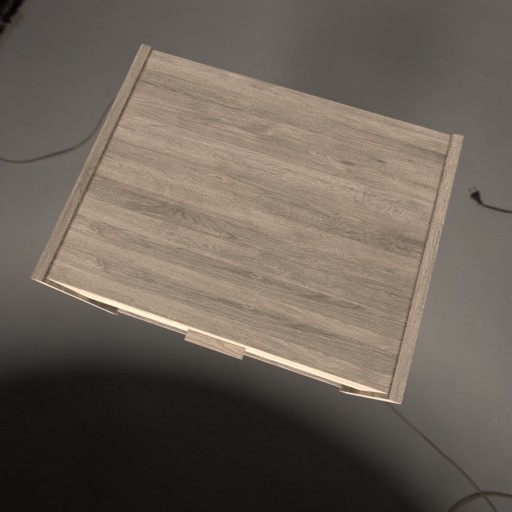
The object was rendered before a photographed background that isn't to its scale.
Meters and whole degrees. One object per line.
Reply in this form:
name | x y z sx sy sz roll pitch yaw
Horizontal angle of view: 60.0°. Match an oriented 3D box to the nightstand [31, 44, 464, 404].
nightstand | 0.000 0.000 0.826 0.480 0.500 0.380 18 76 5
